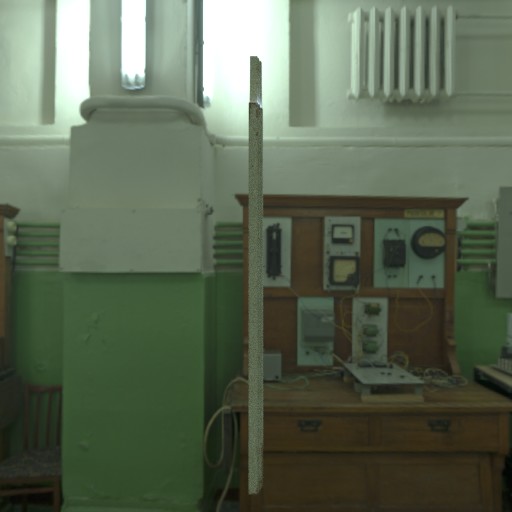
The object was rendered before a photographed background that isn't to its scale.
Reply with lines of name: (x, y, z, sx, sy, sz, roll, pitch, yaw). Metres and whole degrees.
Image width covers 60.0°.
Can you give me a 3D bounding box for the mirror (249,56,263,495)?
mirror: (0.000, 0.000, 0.864, 0.022, 0.717, 0.403, 0, -1, 0)
